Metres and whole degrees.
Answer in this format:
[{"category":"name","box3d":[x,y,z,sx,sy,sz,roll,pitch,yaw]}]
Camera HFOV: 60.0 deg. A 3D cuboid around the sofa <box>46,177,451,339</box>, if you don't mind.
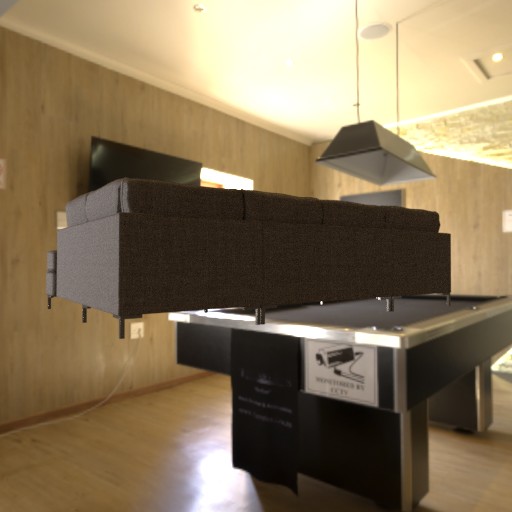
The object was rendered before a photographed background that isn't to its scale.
[{"category":"sofa","box3d":[0.000,0.000,4.321,3.423,0.999,2.048,1,-1,-35]}]
